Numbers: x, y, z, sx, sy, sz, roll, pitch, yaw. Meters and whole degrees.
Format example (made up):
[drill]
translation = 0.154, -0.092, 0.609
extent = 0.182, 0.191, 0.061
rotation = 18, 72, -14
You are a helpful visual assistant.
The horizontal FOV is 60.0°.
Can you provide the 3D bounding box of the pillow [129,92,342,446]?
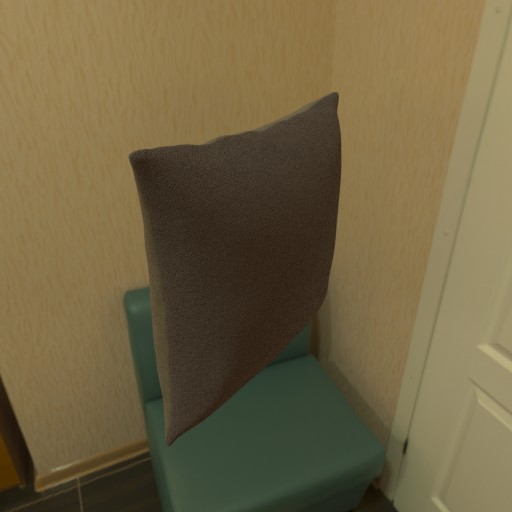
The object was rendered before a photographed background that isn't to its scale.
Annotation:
[pillow]
translation = 0.000, 0.000, 0.701
extent = 0.204, 0.439, 0.452
rotation = 19, 34, 31
